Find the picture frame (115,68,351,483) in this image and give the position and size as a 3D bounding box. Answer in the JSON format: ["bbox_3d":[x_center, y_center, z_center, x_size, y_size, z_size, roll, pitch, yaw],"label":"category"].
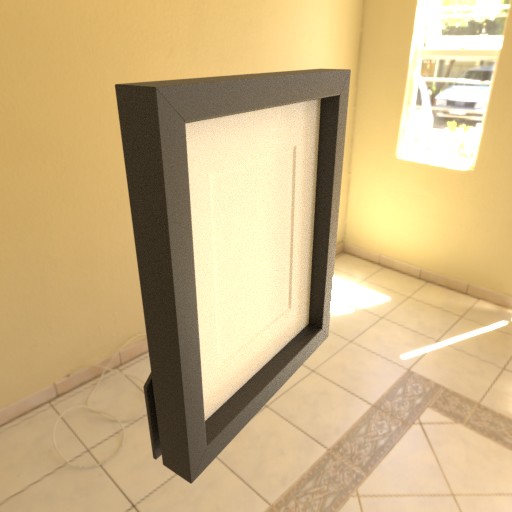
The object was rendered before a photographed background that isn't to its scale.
[{"bbox_3d":[0.000,0.000,0.375,0.042,0.284,0.232,17,30,31],"label":"picture frame"}]
